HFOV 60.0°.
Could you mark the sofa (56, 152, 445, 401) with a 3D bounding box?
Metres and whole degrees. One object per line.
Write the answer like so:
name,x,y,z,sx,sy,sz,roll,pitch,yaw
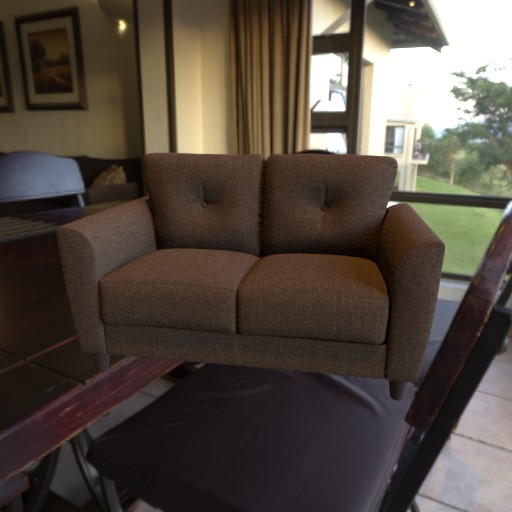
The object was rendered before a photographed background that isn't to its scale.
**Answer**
sofa,0.000,0.000,2.004,1.423,0.885,0.851,3,16,10
